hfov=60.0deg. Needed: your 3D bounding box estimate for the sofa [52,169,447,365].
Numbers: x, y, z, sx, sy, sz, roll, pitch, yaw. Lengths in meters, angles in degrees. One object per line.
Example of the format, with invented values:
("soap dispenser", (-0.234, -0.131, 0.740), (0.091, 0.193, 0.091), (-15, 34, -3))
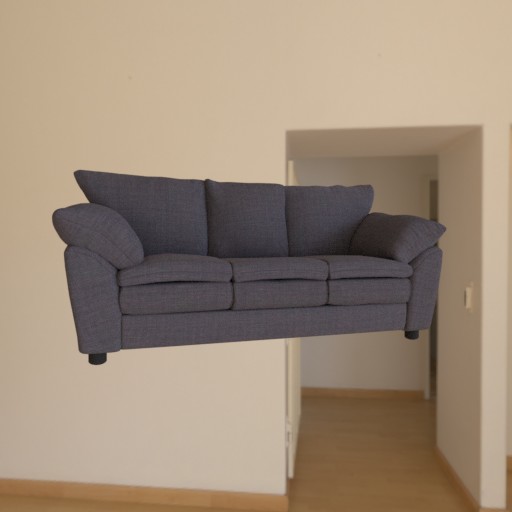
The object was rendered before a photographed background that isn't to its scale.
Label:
("sofa", (0.000, 0.000, 2.864), (2.336, 1.080, 0.883), (0, 1, -19))
